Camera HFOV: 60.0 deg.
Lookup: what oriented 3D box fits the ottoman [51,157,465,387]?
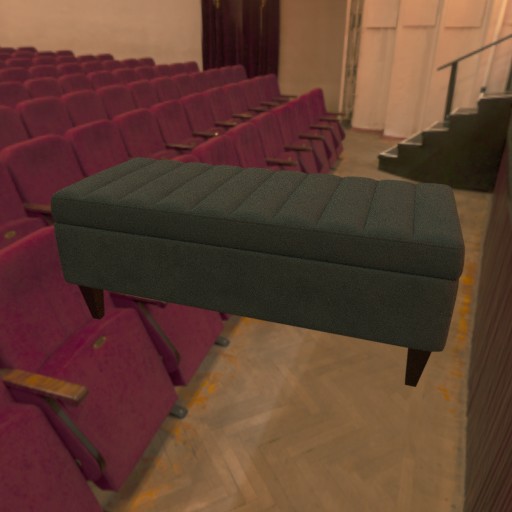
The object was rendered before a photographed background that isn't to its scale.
[{"bbox_3d":[0.000,0.000,1.430,1.151,0.469,0.482,8,28,16],"label":"ottoman"}]
